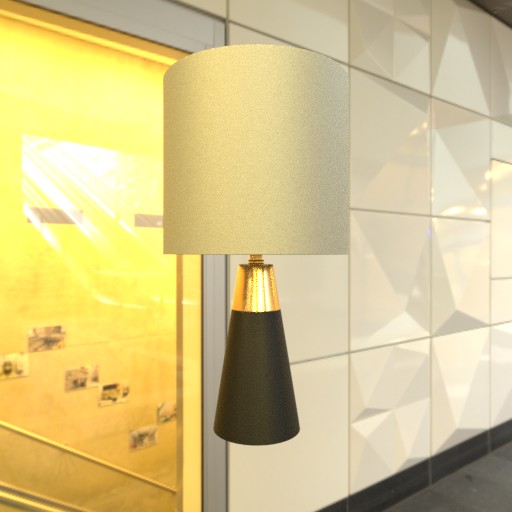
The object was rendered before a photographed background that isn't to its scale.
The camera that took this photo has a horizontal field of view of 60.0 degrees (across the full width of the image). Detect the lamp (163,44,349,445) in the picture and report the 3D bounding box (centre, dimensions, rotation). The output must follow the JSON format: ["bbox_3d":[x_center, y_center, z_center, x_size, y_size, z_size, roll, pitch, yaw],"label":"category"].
[{"bbox_3d":[0.000,0.000,0.749,0.308,0.580,0.308,0,0,34],"label":"lamp"}]
